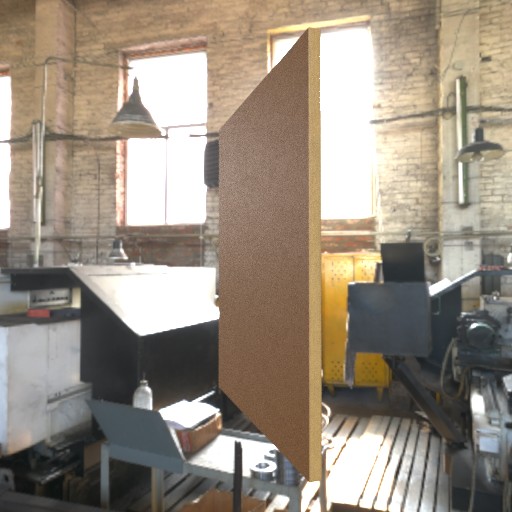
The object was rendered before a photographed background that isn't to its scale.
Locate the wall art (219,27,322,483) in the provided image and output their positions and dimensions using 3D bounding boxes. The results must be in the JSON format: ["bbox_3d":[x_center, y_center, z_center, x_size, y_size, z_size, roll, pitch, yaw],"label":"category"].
[{"bbox_3d":[0.000,0.000,1.356,0.030,1.002,0.798,0,-1,-19],"label":"wall art"}]
